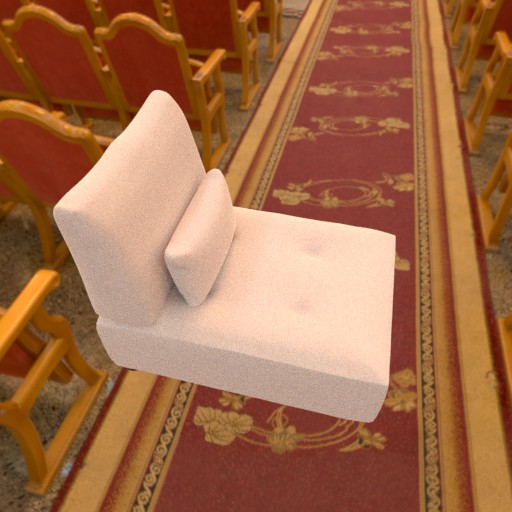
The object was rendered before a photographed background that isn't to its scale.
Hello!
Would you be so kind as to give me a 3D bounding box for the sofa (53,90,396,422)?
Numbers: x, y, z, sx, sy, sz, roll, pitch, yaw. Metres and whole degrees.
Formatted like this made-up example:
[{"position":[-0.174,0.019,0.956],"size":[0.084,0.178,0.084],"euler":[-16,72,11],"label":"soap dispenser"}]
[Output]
[{"position":[0.000,0.000,1.572],"size":[1.000,0.820,0.700],"euler":[10,48,10],"label":"sofa"}]
